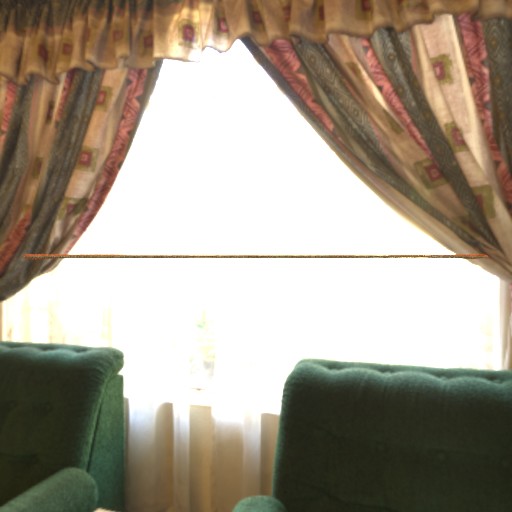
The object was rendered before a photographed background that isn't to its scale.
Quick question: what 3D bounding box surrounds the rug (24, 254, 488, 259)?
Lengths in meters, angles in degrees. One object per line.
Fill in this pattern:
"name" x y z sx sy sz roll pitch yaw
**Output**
"rug" 0.000 0.000 2.319 1.838 0.019 1.220 0 0 0
